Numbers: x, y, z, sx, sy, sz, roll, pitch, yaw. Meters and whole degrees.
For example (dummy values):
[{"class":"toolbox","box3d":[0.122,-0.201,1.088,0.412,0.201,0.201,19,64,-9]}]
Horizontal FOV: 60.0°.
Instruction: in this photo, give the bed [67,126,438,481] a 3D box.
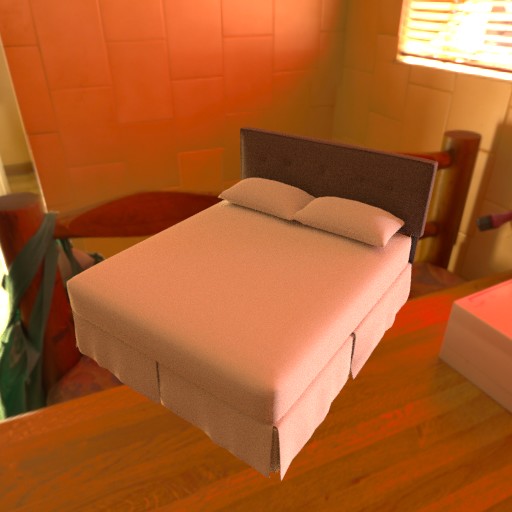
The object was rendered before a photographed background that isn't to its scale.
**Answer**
[{"class":"bed","box3d":[0.000,0.000,2.882,1.610,1.089,1.894,20,36,30]}]
